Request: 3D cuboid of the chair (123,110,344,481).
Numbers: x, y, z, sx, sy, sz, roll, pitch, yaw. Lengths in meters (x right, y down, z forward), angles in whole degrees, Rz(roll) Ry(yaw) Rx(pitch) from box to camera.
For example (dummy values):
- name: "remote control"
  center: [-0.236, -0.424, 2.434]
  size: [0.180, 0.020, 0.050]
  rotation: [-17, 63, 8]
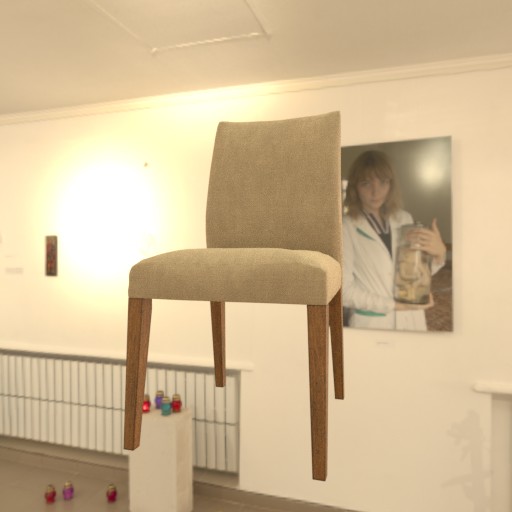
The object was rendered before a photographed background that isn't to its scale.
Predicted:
- name: "chair"
  center: [0.000, 0.000, 1.282]
  size: [0.496, 0.940, 0.585]
  rotation: [0, 1, 18]
